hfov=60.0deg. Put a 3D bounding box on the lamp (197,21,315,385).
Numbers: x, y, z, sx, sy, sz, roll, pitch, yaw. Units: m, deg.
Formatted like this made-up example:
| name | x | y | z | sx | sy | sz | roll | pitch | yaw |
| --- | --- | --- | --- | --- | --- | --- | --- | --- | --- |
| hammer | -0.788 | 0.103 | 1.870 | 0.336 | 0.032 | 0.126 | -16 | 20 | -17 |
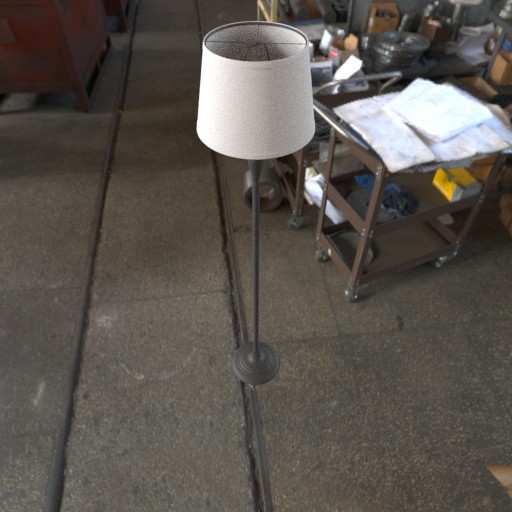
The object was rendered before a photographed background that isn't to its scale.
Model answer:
| name | x | y | z | sx | sy | sz | roll | pitch | yaw |
| --- | --- | --- | --- | --- | --- | --- | --- | --- | --- |
| lamp | 0.000 | 0.000 | 1.610 | 0.327 | 1.506 | 0.327 | -32 | 54 | -27 |
